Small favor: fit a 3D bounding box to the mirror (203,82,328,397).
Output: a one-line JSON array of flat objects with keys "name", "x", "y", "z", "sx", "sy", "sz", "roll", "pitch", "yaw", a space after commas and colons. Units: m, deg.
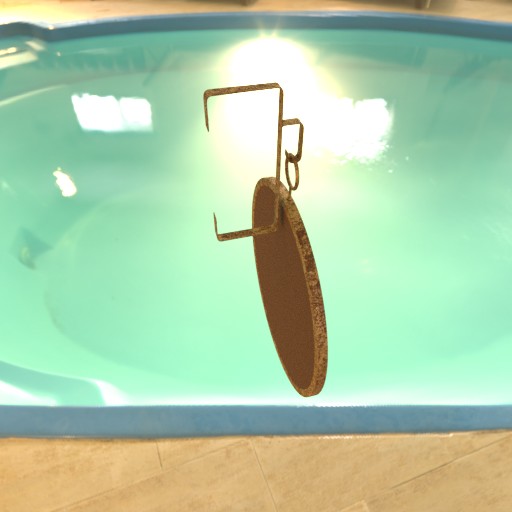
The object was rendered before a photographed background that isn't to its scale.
[{"name": "mirror", "x": 0.000, "y": 0.000, "z": 0.833, "sx": 0.144, "sy": 0.651, "sz": 0.447, "roll": -10, "pitch": 46, "yaw": -10}]
